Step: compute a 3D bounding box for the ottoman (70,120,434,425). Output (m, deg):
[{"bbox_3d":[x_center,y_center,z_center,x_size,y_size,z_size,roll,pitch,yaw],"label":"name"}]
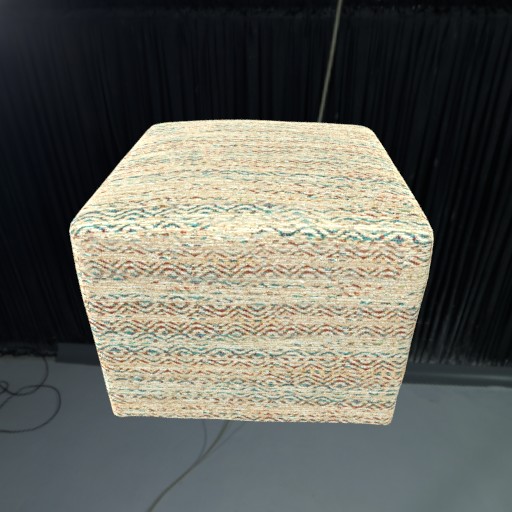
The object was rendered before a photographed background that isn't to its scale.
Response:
[{"bbox_3d":[0.000,0.000,0.906,0.512,0.453,0.521,1,32,2],"label":"ottoman"}]
